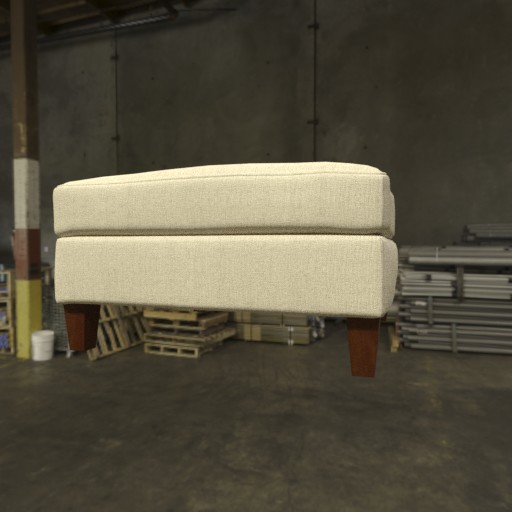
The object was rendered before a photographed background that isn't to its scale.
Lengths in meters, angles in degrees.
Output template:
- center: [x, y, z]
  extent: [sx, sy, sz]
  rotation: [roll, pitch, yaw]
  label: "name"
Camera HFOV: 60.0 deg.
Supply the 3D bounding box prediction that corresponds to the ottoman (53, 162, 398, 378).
- center: [0.000, 0.000, 1.382]
  extent: [0.838, 0.478, 0.838]
  rotation: [0, 1, 18]
  label: "ottoman"
